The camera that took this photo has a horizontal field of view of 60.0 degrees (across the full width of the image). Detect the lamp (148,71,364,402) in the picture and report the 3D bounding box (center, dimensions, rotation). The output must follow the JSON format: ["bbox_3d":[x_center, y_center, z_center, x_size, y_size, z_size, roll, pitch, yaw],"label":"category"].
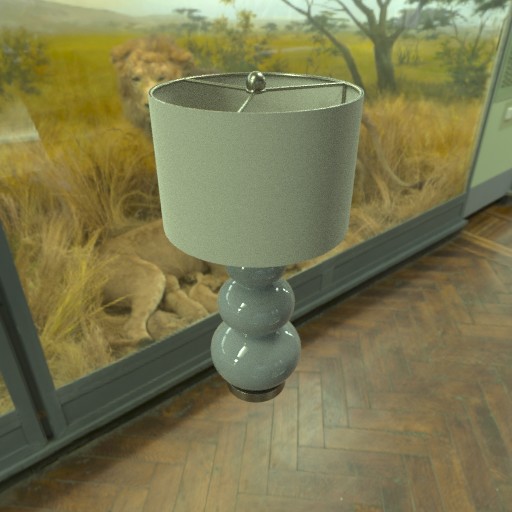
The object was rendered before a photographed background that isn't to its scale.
[{"bbox_3d":[0.000,0.000,0.940,0.367,0.730,0.367,10,32,17],"label":"lamp"}]
